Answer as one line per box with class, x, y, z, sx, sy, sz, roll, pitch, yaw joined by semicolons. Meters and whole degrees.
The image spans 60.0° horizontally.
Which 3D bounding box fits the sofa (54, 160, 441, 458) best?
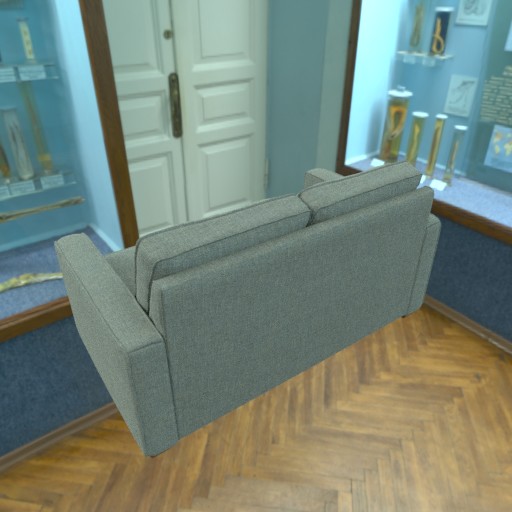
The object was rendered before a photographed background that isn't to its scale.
sofa;0.000;0.000;2.232;1.706;0.915;0.945;-20;37;-29
